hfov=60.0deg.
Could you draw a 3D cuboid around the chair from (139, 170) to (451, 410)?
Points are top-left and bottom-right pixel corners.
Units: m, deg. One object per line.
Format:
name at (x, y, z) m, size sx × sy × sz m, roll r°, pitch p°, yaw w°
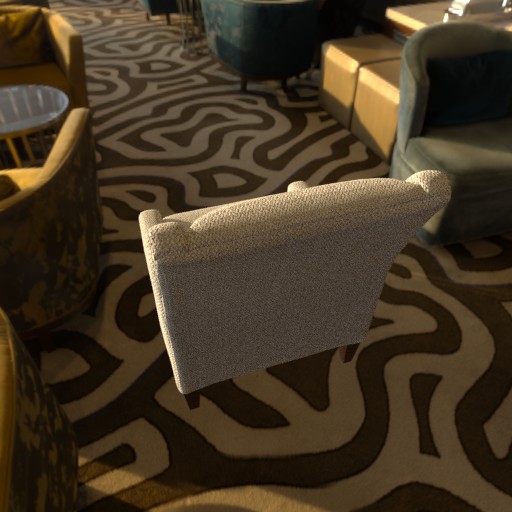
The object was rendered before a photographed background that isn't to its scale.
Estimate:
chair at (0.000, 0.000, 1.627) m, size 0.774 × 1.014 × 0.870 m, roll -13°, pitch 44°, yaw -14°
